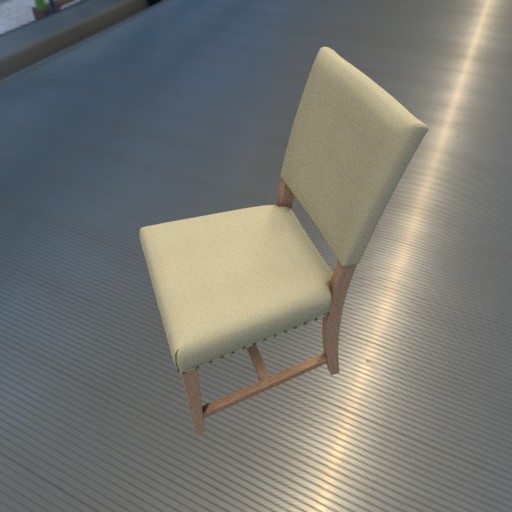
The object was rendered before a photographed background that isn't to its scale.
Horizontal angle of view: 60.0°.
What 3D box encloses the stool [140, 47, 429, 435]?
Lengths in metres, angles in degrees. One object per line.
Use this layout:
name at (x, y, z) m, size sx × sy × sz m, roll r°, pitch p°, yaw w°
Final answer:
stool at (0.000, 0.000, 1.323) m, size 0.623 × 0.986 × 0.508 m, roll -15°, pitch 48°, yaw -14°
